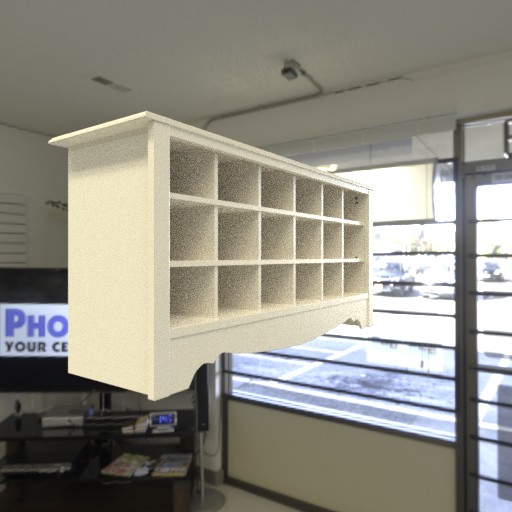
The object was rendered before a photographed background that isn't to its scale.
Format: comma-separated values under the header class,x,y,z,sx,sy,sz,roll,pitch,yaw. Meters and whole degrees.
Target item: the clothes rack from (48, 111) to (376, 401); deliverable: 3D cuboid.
class,x,y,z,sx,sy,sz,roll,pitch,yaw
clothes rack,0.000,0.000,1.339,0.324,0.531,1.120,0,0,36
